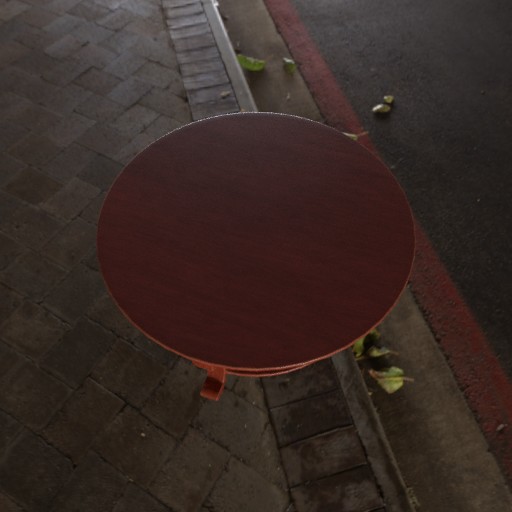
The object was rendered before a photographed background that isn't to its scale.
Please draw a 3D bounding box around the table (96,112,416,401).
[{"bbox_3d":[0.000,0.000,1.647,1.029,0.486,1.029,0,57,0],"label":"table"}]
